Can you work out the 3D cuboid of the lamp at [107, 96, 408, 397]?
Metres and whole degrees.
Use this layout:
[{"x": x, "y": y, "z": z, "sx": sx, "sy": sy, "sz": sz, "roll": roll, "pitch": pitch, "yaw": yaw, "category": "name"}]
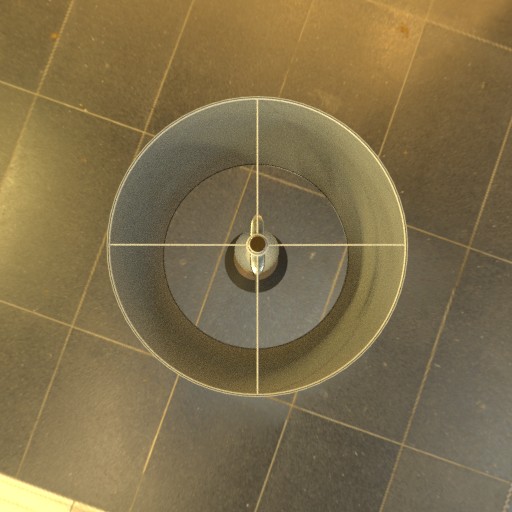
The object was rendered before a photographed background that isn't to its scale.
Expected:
[{"x": 0.000, "y": 0.000, "z": 0.737, "sx": 0.308, "sy": 0.580, "sz": 0.308, "roll": 0, "pitch": 88, "yaw": 0, "category": "lamp"}]
